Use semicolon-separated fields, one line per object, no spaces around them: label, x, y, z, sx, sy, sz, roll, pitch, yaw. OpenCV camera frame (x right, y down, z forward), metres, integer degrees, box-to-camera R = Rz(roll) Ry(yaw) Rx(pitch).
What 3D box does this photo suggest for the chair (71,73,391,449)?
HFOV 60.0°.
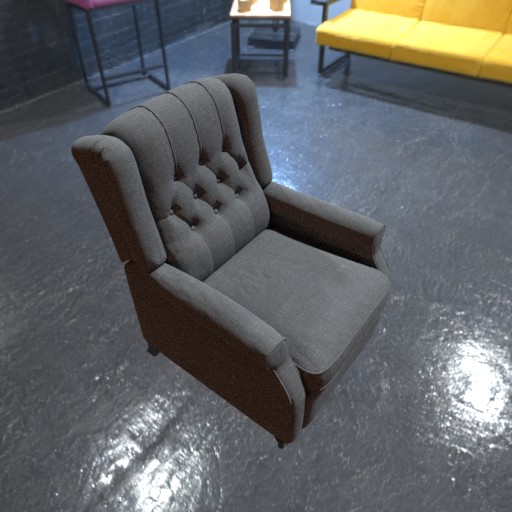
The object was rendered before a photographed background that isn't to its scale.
chair;0.000;0.000;1.605;0.898;1.035;0.742;28;50;26
